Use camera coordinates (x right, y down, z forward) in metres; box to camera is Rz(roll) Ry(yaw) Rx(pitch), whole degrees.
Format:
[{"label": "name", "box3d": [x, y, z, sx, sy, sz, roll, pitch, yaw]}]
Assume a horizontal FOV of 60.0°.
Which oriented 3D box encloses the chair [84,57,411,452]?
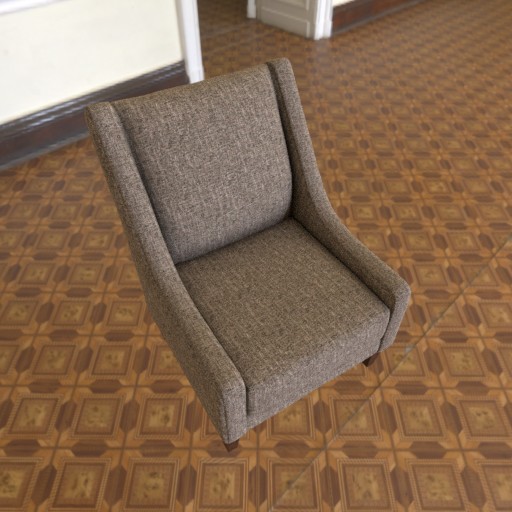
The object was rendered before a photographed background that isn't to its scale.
[{"label": "chair", "box3d": [0.000, 0.000, 1.607, 0.774, 1.014, 0.870, -24, 50, -22]}]
